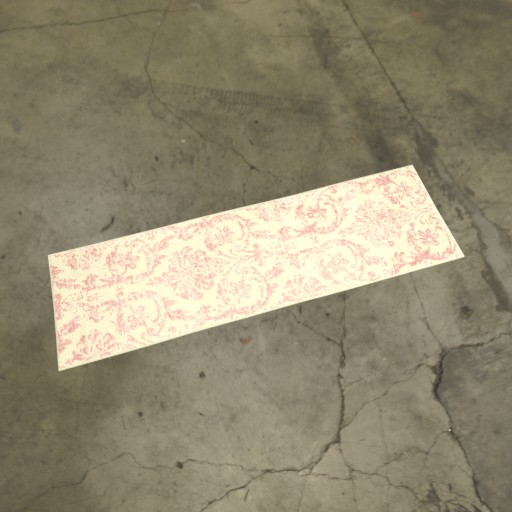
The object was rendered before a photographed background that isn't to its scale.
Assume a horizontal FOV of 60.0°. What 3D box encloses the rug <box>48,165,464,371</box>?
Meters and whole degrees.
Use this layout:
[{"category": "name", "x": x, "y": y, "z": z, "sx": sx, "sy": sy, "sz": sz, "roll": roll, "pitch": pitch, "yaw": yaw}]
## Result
[{"category": "rug", "x": 0.000, "y": 0.000, "z": 2.435, "sx": 2.196, "sy": 0.011, "sz": 0.662, "roll": -15, "pitch": 64, "yaw": -7}]
